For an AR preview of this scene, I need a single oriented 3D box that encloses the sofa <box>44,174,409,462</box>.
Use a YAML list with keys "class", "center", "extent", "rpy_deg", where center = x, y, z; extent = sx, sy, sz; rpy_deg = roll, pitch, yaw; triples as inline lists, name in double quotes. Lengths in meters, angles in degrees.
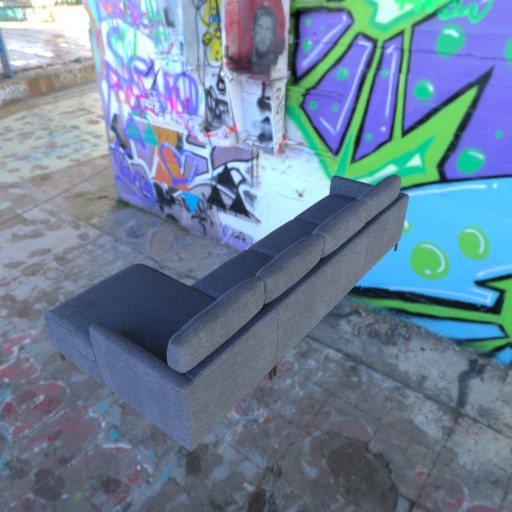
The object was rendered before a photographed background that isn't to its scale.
- class: "sofa"
  center: [0.000, 0.000, 3.549]
  extent: [1.350, 0.810, 2.932]
  rpy_deg: [23, 39, 31]
